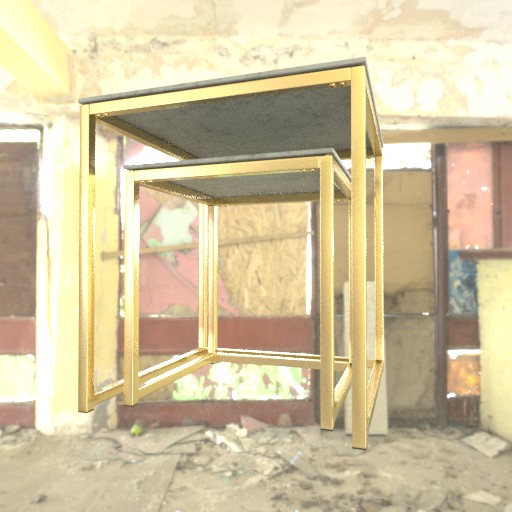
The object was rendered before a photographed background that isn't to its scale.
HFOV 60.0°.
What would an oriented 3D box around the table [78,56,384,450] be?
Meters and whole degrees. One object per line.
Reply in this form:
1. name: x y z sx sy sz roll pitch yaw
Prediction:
1. table: 0.000 0.000 0.846 0.450 0.500 0.450 0 -1 19
